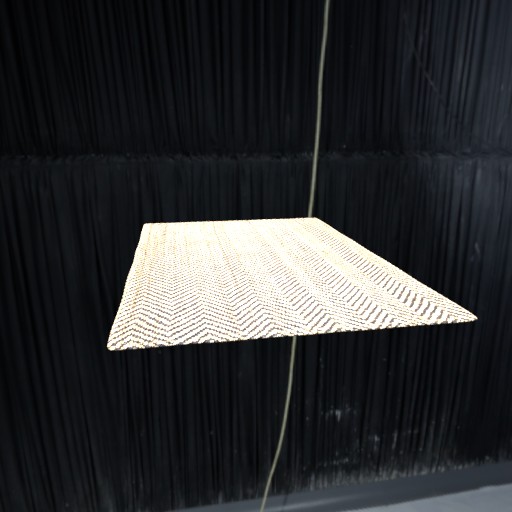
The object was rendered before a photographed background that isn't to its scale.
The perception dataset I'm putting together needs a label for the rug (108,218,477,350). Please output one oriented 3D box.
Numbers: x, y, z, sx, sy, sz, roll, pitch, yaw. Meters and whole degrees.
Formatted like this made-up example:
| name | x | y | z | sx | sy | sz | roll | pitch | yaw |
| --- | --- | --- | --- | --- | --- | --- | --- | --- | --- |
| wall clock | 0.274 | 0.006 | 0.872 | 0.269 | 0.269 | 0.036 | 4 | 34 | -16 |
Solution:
| name | x | y | z | sx | sy | sz | roll | pitch | yaw |
| --- | --- | --- | --- | --- | --- | --- | --- | --- | --- |
| rug | 0.000 | 0.000 | 2.257 | 1.219 | 0.008 | 1.828 | -3 | 16 | -10 |
